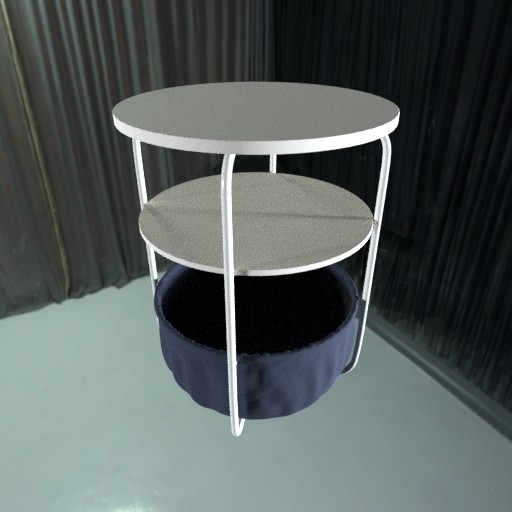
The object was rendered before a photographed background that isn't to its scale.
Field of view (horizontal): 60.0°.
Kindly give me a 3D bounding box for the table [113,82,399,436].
[{"bbox_3d":[0.000,0.000,0.803,0.418,0.532,0.418,-19,35,-30],"label":"table"}]
